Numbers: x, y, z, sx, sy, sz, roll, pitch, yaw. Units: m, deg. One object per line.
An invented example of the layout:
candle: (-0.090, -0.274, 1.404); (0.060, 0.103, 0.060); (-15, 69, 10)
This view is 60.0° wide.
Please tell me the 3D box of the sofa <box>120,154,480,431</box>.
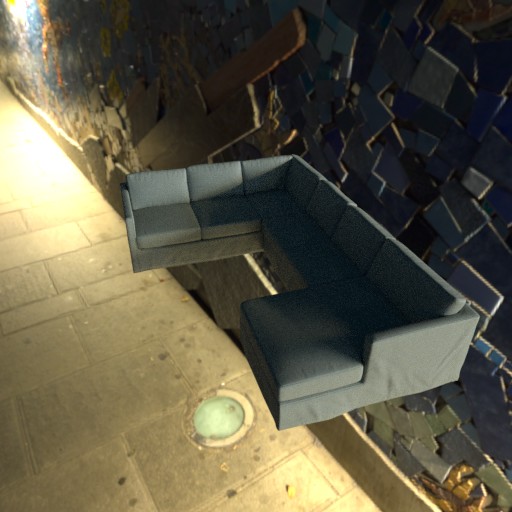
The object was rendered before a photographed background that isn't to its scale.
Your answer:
sofa: (0.000, 0.000, 4.485); (2.427, 0.882, 3.460); (-10, 34, -15)
